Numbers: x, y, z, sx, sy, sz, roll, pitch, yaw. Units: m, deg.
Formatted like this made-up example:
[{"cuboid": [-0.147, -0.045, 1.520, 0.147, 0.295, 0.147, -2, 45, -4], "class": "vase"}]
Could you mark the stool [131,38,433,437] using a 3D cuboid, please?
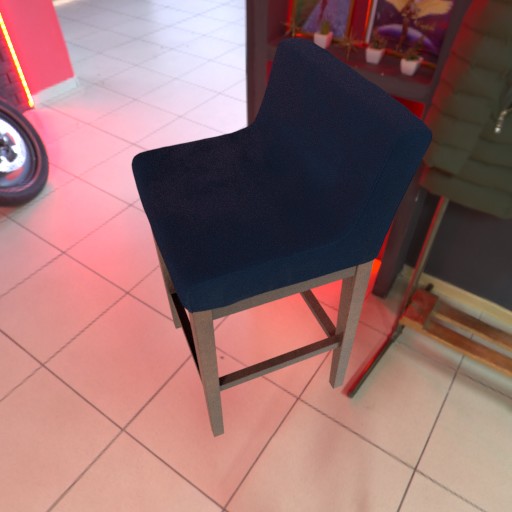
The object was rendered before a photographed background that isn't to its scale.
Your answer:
[{"cuboid": [0.000, 0.000, 1.216, 0.516, 0.945, 0.511, -17, 47, -16], "class": "stool"}]
